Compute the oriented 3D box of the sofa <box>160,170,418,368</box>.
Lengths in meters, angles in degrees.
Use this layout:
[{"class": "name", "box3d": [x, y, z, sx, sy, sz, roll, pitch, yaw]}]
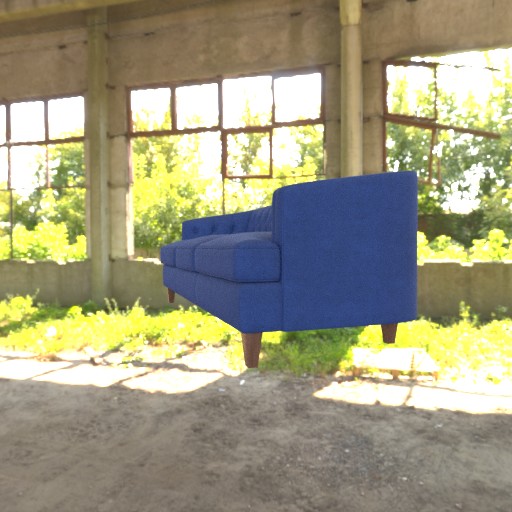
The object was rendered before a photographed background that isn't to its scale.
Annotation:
[{"class": "sofa", "box3d": [0.000, 0.000, 2.745, 0.914, 0.787, 2.235, 0, 1, -19]}]
